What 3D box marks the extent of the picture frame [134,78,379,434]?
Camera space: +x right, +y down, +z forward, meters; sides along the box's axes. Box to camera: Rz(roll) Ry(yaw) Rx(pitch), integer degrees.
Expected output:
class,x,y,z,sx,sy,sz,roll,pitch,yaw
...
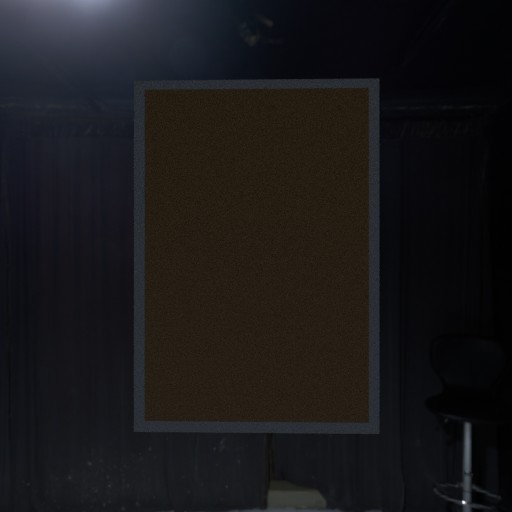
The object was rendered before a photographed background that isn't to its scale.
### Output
class,x,y,z,sx,sy,sz,roll,pitch,yaw
picture frame,0.000,0.000,0.831,0.457,0.657,0.013,0,0,1
